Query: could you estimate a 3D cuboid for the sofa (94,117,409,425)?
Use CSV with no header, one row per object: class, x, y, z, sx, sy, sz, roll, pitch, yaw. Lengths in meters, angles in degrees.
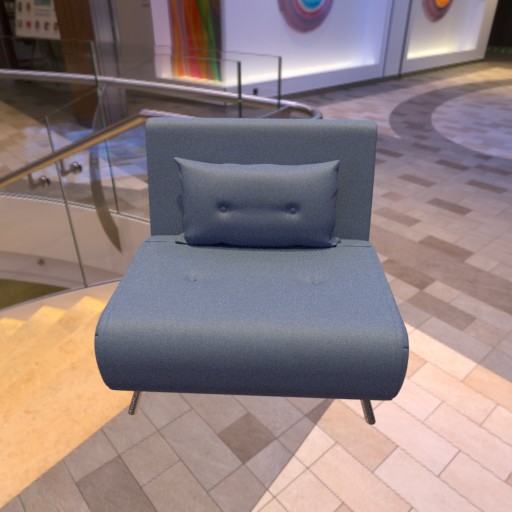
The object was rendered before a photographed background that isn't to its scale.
sofa,0.000,0.000,1.739,0.999,0.860,0.996,1,31,2
